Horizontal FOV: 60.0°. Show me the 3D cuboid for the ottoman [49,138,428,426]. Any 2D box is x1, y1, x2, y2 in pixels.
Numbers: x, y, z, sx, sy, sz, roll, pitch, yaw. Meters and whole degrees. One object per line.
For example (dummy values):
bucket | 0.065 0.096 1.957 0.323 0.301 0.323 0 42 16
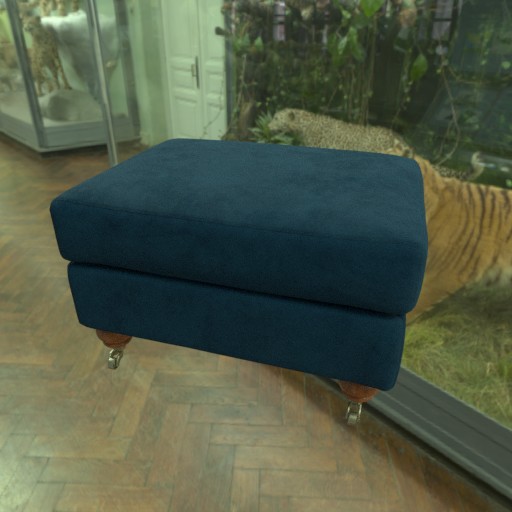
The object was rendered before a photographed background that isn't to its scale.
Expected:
ottoman | 0.000 0.000 1.149 0.773 0.503 0.572 8 30 15
